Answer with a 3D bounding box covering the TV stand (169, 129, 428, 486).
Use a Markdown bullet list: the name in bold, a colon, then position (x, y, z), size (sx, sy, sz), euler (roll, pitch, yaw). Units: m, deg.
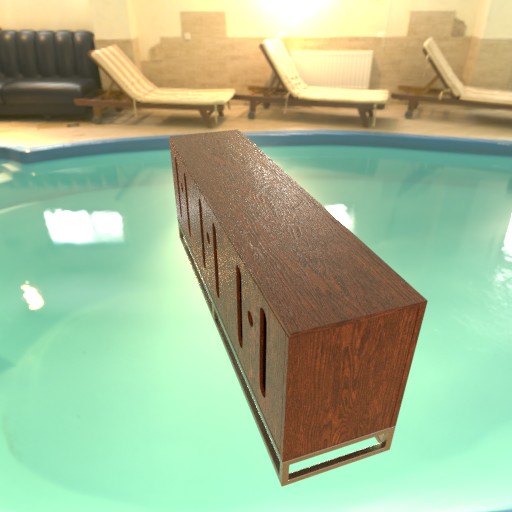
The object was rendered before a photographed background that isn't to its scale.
- **TV stand**: position (0.000, 0.000, 1.789), size (0.382, 0.578, 1.541), euler (-10, 33, -16)
